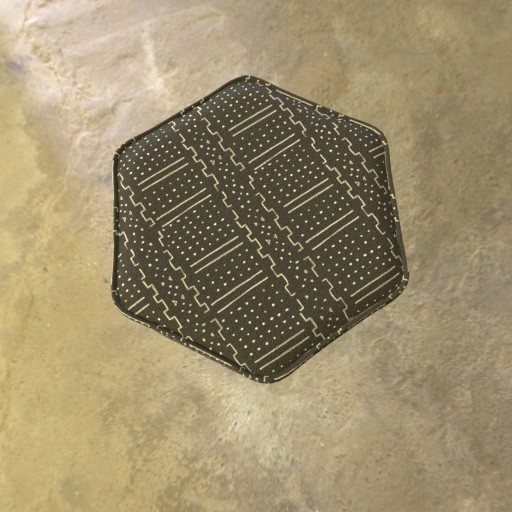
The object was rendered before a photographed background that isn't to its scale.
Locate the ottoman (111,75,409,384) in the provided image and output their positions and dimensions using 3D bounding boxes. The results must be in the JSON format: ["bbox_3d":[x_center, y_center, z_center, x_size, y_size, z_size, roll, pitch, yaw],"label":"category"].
[{"bbox_3d":[0.000,0.000,0.895,0.494,0.502,0.443,-33,78,-8],"label":"ottoman"}]
